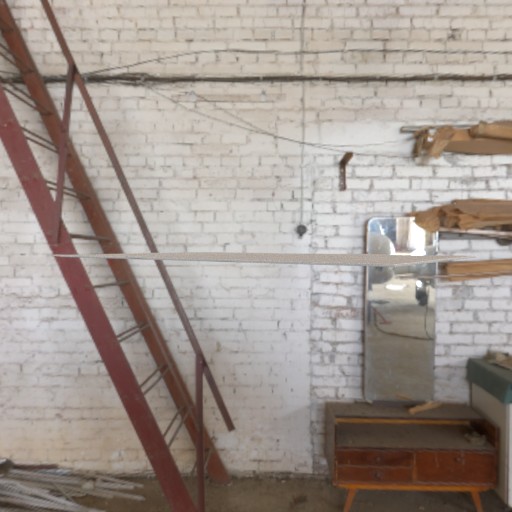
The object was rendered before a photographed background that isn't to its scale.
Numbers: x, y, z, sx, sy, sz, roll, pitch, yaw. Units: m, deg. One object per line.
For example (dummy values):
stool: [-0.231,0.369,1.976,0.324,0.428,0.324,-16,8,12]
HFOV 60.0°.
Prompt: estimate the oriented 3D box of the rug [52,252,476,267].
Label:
rug: [0.000,0.000,3.021,2.460,0.016,1.545,1,2,37]
